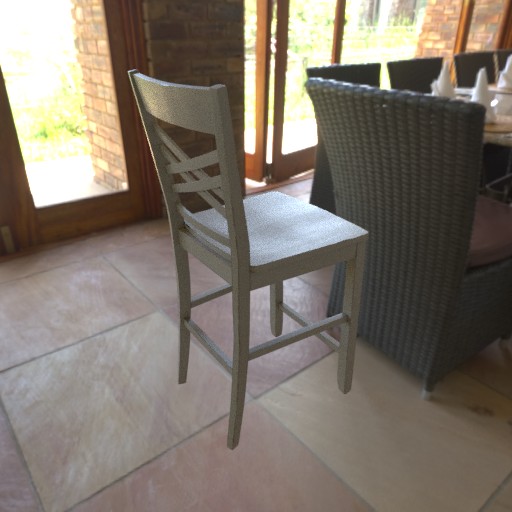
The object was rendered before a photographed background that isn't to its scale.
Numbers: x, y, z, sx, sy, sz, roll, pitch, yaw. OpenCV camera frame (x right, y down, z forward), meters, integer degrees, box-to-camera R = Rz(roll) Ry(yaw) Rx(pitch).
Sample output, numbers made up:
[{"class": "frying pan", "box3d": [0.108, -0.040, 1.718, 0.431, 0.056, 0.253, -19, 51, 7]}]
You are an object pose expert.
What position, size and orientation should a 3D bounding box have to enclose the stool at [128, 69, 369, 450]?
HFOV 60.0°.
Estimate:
[{"class": "stool", "box3d": [0.000, 0.000, 1.393, 0.539, 1.079, 0.462, -18, 32, -31]}]
